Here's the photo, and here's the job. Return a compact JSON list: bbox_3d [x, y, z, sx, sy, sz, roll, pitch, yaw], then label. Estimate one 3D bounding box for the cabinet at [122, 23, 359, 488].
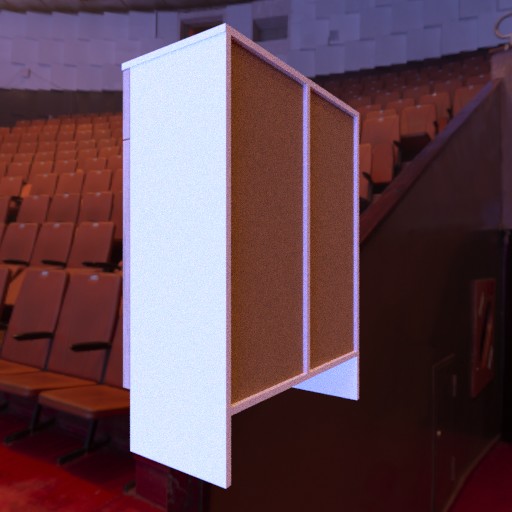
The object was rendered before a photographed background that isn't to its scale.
[{"bbox_3d":[0.000,0.000,1.105,0.296,0.815,0.600,0,0,35],"label":"cabinet"}]
